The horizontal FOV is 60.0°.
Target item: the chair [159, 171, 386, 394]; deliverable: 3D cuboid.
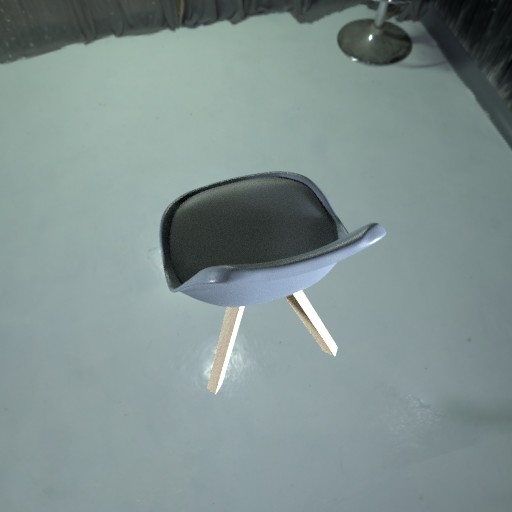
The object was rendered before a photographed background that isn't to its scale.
[{"bbox_3d":[0.000,0.000,1.193,0.485,0.850,0.550,-15,61,-9],"label":"chair"}]
